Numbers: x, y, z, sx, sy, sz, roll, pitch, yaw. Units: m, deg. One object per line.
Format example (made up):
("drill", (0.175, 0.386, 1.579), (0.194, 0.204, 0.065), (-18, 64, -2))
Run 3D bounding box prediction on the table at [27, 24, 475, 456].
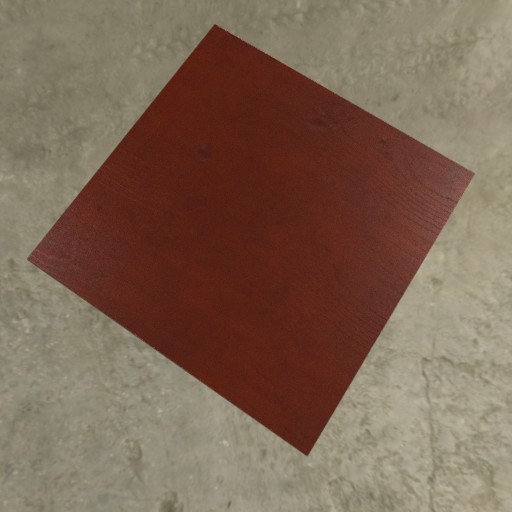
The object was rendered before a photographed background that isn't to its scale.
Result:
("table", (0.000, 0.000, 0.956), (0.523, 0.558, 0.522), (35, 79, 8))
